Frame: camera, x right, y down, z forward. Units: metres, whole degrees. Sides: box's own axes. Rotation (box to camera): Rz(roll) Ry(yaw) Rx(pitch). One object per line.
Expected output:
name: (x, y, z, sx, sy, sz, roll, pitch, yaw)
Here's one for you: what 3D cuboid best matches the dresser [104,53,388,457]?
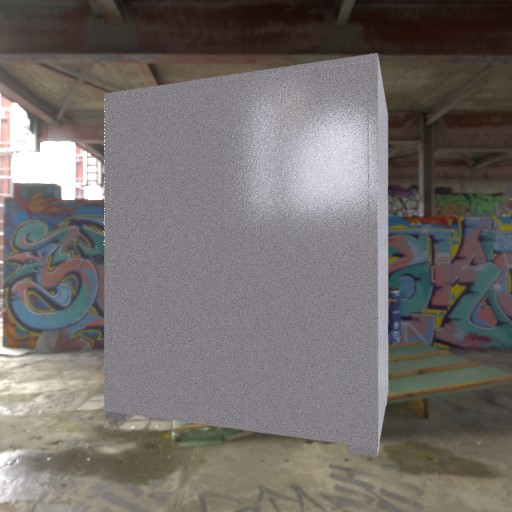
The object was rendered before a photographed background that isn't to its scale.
dresser: (0.000, 0.000, 1.169, 0.650, 0.800, 0.400, 0, 0, 19)
